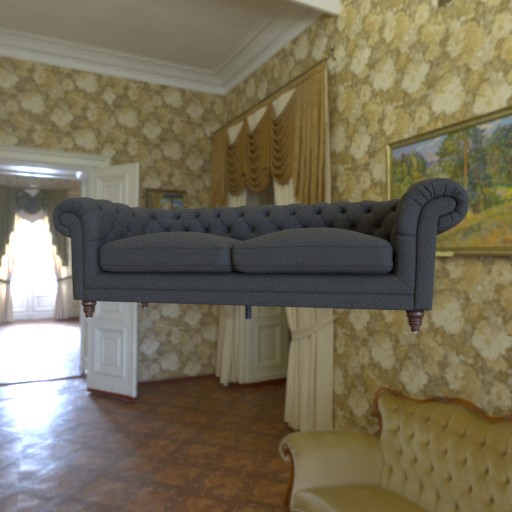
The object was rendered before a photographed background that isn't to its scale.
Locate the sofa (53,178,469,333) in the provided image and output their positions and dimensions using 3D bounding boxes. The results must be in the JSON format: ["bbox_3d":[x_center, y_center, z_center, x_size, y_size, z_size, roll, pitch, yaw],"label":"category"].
[{"bbox_3d":[0.000,0.000,2.825,2.362,0.762,0.991,0,-1,17],"label":"sofa"}]
